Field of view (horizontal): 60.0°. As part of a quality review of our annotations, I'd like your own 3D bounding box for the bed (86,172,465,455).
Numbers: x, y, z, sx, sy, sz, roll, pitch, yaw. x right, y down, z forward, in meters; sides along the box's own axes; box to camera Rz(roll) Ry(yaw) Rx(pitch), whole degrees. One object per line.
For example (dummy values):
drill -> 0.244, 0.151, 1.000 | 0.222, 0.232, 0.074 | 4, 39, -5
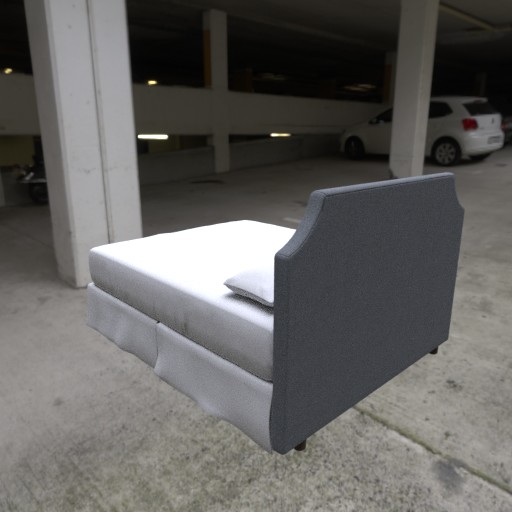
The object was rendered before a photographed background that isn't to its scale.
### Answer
bed -> 0.000, 0.000, 3.314 | 1.811, 1.296, 2.259 | -14, 21, -41
